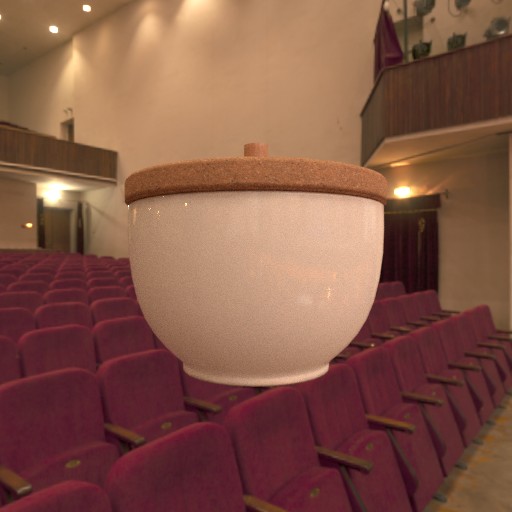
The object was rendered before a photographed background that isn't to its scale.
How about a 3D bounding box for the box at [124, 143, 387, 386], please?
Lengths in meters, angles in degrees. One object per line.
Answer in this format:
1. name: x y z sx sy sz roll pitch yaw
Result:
1. box: 0.000 0.000 0.188 0.107 0.094 0.107 0 0 0
